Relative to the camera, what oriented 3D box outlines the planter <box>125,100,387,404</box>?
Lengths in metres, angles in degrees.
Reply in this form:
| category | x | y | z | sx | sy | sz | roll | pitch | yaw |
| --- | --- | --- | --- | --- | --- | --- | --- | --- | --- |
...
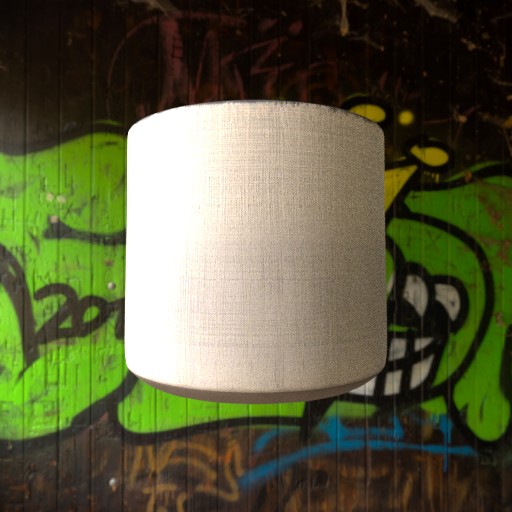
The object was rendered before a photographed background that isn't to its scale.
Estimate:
| category | x | y | z | sx | sy | sz | roll | pitch | yaw |
| --- | --- | --- | --- | --- | --- | --- | --- | --- | --- |
| planter | 0.000 | 0.000 | 0.390 | 0.221 | 0.201 | 0.221 | 0 | 0 | 0 |
